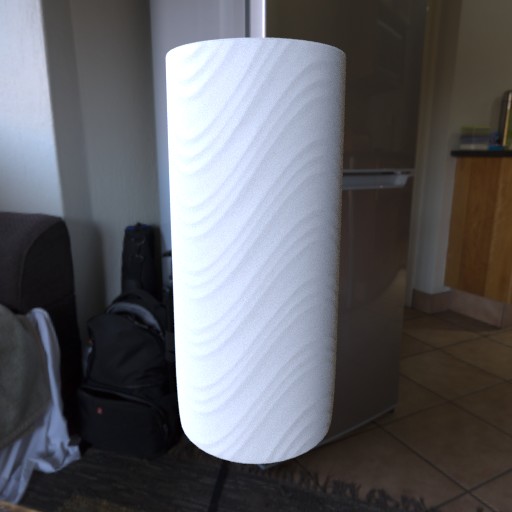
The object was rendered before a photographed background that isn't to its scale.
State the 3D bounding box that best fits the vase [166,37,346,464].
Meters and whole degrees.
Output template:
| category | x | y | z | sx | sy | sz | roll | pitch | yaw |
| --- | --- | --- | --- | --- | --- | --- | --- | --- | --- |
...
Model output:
| category | x | y | z | sx | sy | sz | roll | pitch | yaw |
| --- | --- | --- | --- | --- | --- | --- | --- | --- | --- |
| vase | 0.000 | 0.000 | 0.381 | 0.143 | 0.316 | 0.143 | 0 | 14 | 0 |
